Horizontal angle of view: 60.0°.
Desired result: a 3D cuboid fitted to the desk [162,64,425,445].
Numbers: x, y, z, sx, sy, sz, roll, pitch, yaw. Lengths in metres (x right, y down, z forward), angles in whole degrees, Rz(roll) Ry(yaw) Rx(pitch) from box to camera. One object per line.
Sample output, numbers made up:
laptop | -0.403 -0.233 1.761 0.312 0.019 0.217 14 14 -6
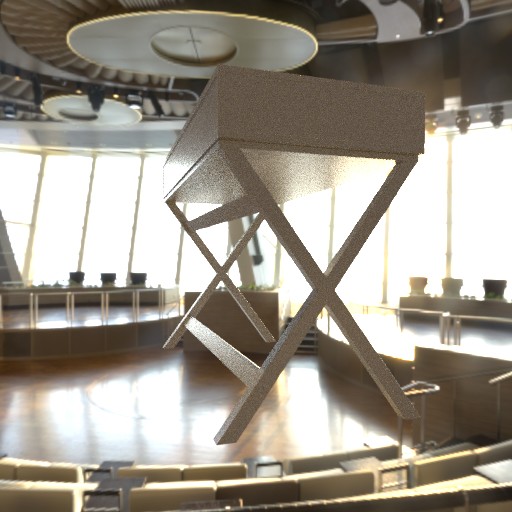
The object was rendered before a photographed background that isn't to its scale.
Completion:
desk | 0.000 0.000 1.479 0.509 0.780 1.059 0 0 -18
